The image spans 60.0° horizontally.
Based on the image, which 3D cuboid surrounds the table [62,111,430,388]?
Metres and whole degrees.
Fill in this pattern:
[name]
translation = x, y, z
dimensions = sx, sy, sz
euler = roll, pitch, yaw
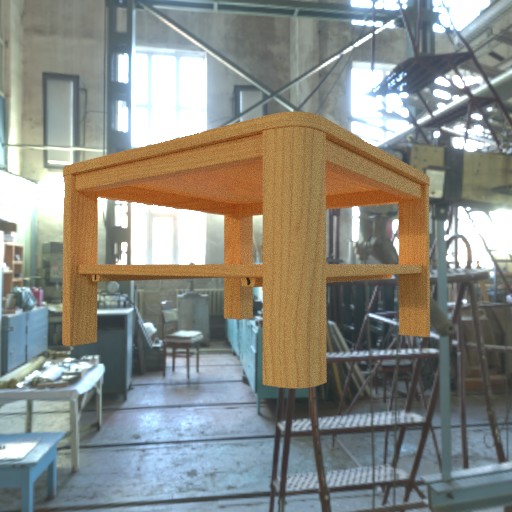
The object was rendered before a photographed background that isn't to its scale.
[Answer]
[table]
translation = 0.000, 0.000, 1.217
dimensions = 0.750, 0.450, 0.750
euler = -1, -2, 37
